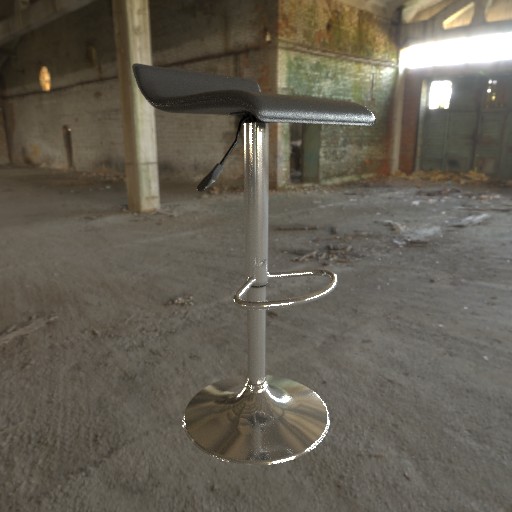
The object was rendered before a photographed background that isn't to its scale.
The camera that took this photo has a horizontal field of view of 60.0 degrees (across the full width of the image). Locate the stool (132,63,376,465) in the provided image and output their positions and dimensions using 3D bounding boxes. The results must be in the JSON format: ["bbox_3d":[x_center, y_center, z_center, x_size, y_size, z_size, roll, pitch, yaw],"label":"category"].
[{"bbox_3d":[0.000,0.000,1.051,0.381,0.851,0.381,14,20,43],"label":"stool"}]
